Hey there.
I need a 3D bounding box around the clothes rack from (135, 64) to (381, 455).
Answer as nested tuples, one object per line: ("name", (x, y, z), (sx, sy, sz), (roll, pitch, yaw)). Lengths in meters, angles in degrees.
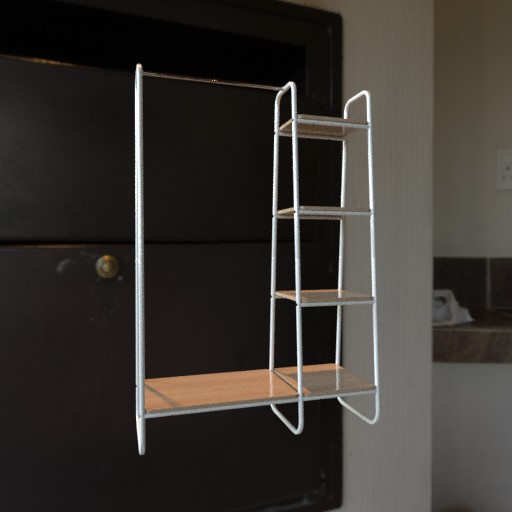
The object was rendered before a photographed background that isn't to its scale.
("clothes rack", (0.000, 0.000, 1.941), (1.011, 1.500, 0.400), (0, 1, -17))
